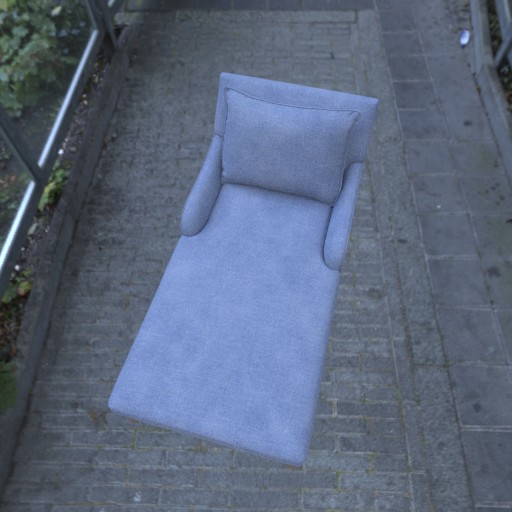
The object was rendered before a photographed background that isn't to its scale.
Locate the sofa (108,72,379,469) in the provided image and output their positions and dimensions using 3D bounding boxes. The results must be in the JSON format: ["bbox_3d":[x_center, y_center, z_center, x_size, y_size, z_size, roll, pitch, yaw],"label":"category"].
[{"bbox_3d":[0.000,0.000,2.268,0.904,0.883,1.779,13,59,8],"label":"sofa"}]
